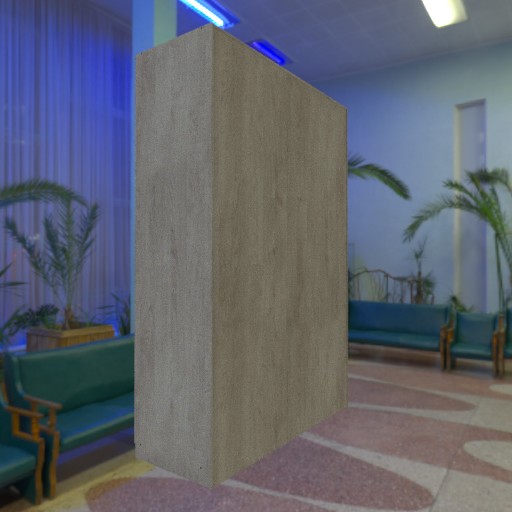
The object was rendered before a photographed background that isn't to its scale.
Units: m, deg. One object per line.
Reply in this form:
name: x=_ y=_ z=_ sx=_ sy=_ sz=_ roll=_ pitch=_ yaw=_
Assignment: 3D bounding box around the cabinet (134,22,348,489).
cabinet: x=0.000 y=0.000 z=2.481 sx=0.510 sy=1.910 sz=1.290 roll=0 pitch=-1 yaw=37
